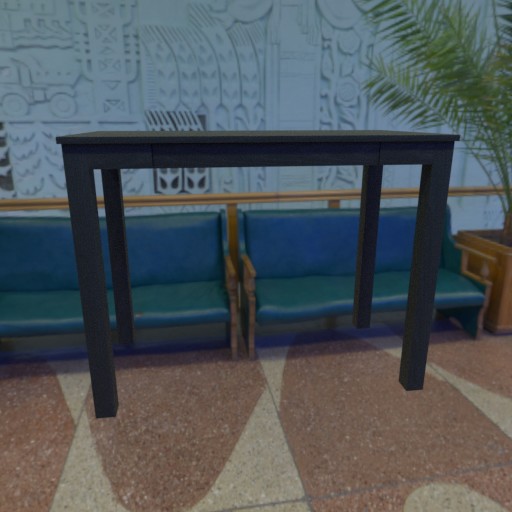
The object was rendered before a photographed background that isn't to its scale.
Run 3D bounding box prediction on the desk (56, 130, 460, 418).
[{"bbox_3d":[0.000,0.000,1.421,0.991,0.762,0.499,-2,17,-8],"label":"desk"}]
